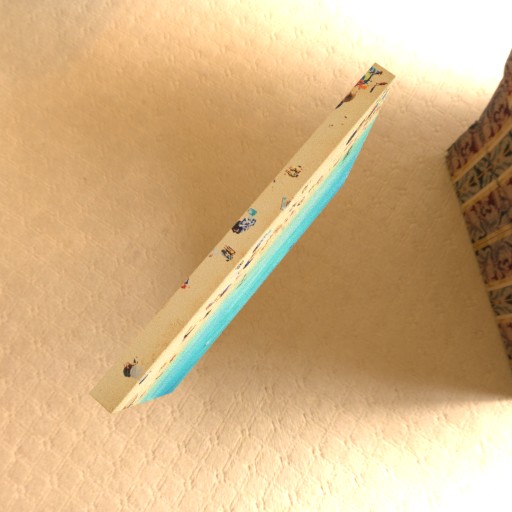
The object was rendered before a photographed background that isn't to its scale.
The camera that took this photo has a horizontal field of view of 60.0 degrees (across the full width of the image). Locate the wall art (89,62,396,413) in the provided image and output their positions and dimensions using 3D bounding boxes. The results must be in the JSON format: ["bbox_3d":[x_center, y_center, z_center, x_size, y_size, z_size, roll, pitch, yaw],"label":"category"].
[{"bbox_3d":[0.000,0.000,0.798,0.039,0.406,0.609,38,79,9],"label":"wall art"}]
